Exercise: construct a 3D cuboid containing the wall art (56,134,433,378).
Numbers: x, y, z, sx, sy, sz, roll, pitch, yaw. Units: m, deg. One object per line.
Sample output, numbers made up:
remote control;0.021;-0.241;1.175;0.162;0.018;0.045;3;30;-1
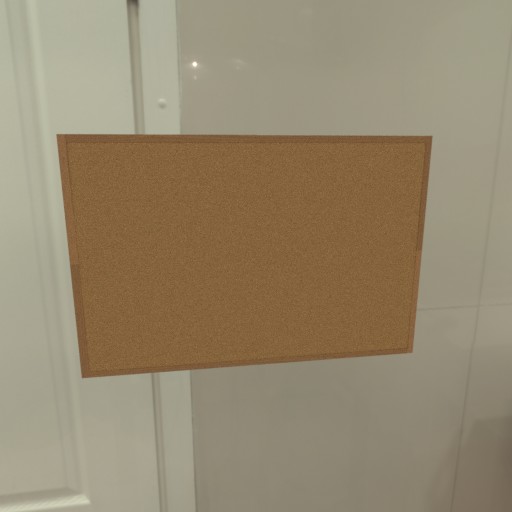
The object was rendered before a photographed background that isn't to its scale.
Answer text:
wall art;0.000;0.000;1.439;1.141;0.758;0.035;-2;14;-9
